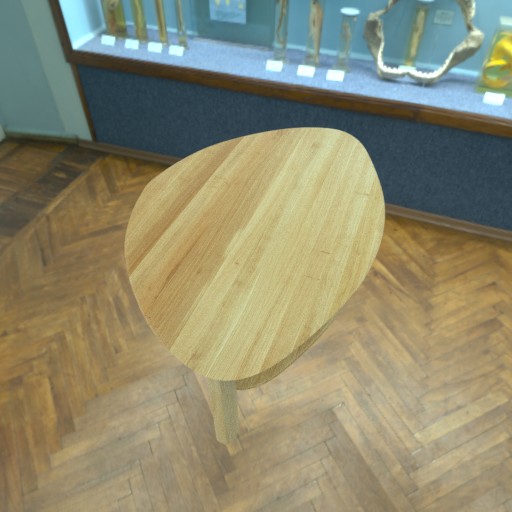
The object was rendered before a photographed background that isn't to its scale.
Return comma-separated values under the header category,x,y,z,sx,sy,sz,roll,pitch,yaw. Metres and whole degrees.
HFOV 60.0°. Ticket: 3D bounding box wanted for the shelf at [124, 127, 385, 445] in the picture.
category,x,y,z,sx,sy,sz,roll,pitch,yaw
shelf,0.000,0.000,1.661,0.845,0.440,1.246,16,48,15
